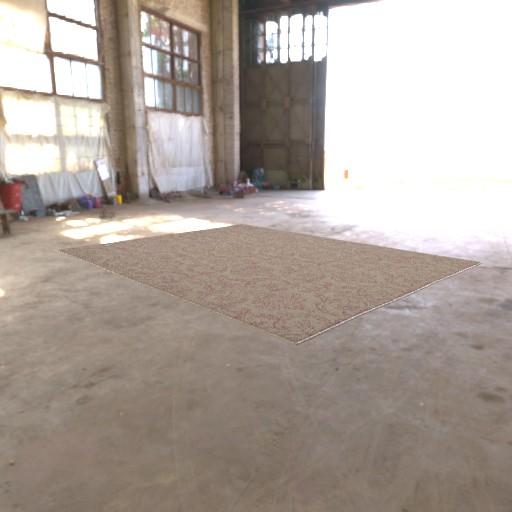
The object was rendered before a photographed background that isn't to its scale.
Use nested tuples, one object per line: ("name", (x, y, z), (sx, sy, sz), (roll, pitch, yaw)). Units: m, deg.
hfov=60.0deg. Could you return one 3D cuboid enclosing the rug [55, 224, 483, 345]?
("rug", (0.000, 0.000, 3.916), (2.363, 0.012, 2.980), (-12, 17, -43))
